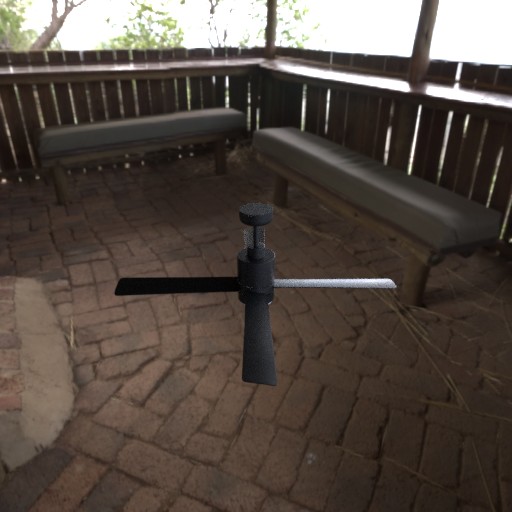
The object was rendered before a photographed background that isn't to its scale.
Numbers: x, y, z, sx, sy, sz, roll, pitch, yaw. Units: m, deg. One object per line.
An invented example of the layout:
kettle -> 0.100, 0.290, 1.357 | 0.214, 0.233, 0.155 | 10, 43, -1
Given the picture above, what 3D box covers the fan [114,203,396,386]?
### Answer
fan -> 0.000, 0.000, 2.358 | 1.525, 0.534, 1.525 | 0, 27, -1
